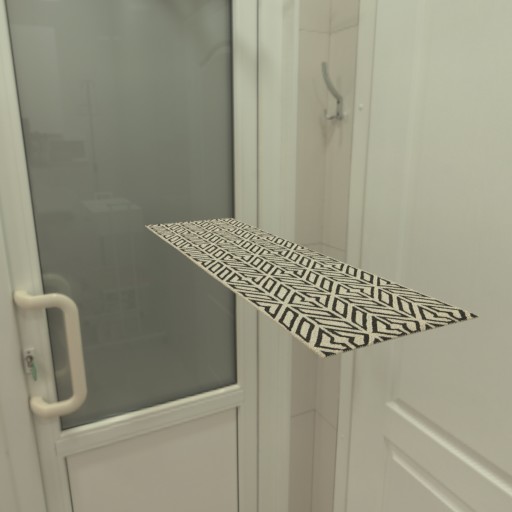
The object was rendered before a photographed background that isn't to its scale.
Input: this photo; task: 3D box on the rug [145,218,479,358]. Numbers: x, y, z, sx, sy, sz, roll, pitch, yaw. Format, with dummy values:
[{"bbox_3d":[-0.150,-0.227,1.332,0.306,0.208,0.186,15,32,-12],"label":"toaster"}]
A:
[{"bbox_3d":[0.000,0.000,2.635,0.750,0.009,2.435,-8,17,-26],"label":"rug"}]
